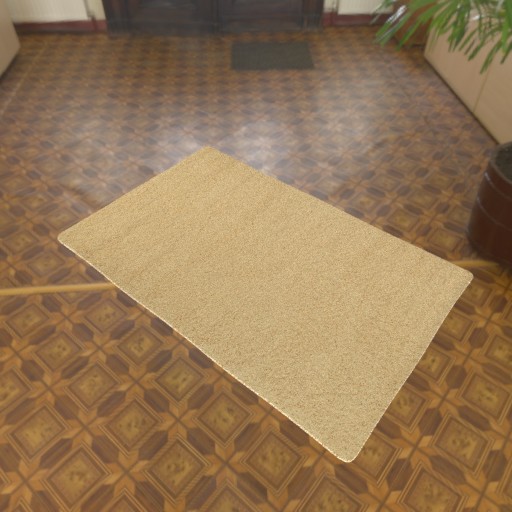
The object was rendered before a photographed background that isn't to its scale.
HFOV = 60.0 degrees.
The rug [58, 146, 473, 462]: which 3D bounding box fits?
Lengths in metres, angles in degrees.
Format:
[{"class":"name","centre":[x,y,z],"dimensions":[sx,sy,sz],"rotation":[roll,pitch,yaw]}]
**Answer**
[{"class":"rug","centre":[0.000,0.000,2.927],"dimensions":[2.349,0.026,1.500],"rotation":[31,53,26]}]
